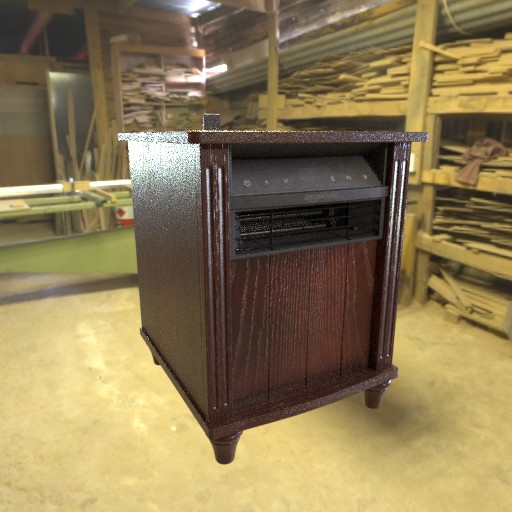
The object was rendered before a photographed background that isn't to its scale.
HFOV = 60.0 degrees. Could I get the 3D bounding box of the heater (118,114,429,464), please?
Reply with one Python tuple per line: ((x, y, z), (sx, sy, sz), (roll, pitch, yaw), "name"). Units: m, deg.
((0.000, 0.000, 0.765), (0.362, 0.481, 0.400), (-8, 17, -27), "heater")
